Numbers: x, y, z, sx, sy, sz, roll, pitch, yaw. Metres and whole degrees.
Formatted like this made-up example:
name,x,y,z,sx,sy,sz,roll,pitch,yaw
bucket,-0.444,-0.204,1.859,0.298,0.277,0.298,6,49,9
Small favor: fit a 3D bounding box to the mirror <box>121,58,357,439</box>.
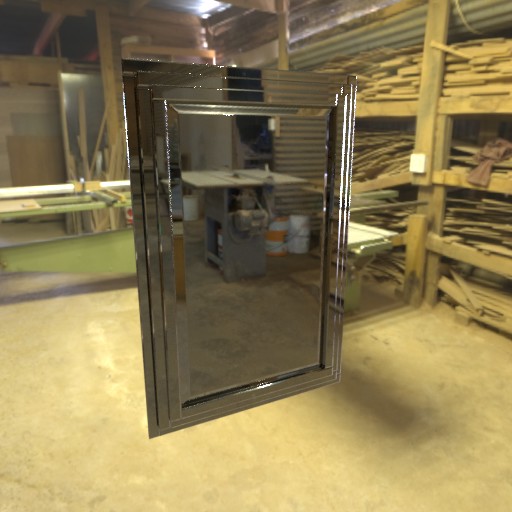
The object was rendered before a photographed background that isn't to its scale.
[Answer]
name,x,y,z,sx,sy,sz,roll,pitch,yaw
mirror,0.000,0.000,1.157,0.613,0.914,0.039,-8,17,-26
